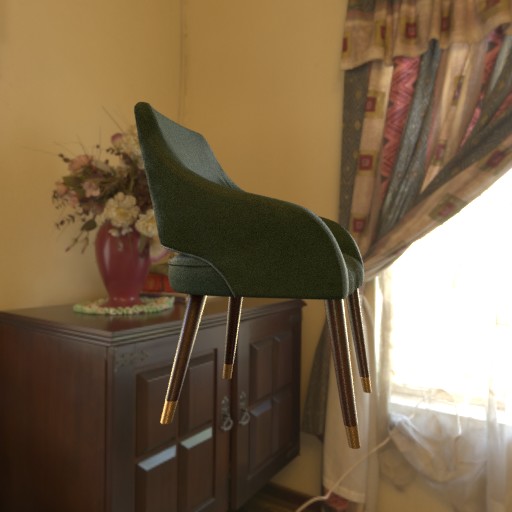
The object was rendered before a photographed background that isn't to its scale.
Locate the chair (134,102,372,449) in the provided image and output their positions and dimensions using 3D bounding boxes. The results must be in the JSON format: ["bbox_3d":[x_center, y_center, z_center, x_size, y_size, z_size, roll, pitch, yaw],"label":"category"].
[{"bbox_3d":[0.000,0.000,1.625,0.794,1.081,0.683,0,0,18],"label":"chair"}]
